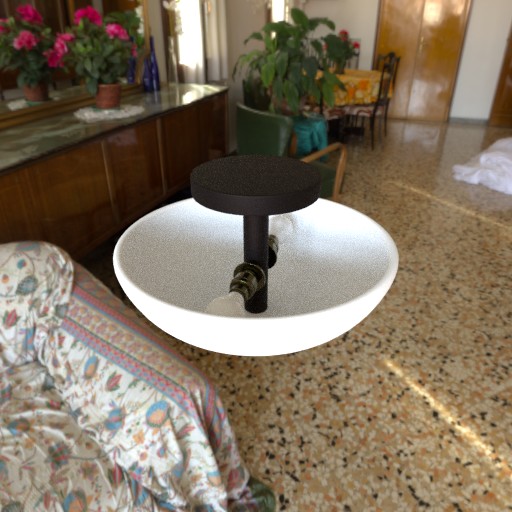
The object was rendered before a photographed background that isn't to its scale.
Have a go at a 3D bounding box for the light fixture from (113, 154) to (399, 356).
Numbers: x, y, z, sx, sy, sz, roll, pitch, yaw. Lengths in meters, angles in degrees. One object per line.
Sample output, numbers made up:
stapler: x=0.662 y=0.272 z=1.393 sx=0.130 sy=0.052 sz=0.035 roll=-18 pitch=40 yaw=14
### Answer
light fixture: x=0.000 y=0.000 z=0.544 sx=0.331 sy=0.212 sz=0.331 roll=0 pitch=29 yaw=0
